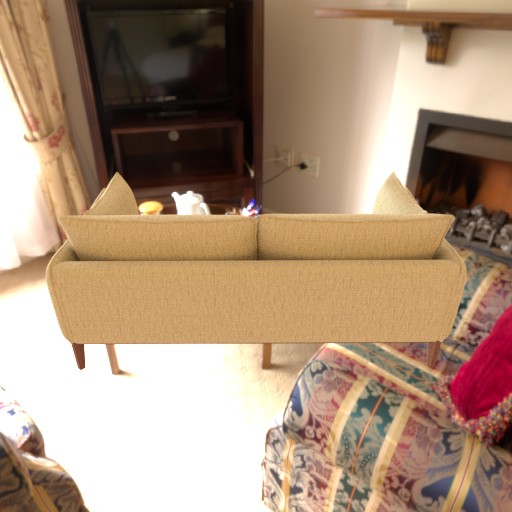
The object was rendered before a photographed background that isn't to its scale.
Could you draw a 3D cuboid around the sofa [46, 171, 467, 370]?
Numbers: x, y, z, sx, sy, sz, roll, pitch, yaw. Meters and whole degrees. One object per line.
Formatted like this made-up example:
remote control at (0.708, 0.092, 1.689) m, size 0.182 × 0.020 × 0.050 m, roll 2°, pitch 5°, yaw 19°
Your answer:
sofa at (0.000, 0.000, 2.523) m, size 1.989 × 0.860 × 0.991 m, roll 0°, pitch 31°, yaw 0°
